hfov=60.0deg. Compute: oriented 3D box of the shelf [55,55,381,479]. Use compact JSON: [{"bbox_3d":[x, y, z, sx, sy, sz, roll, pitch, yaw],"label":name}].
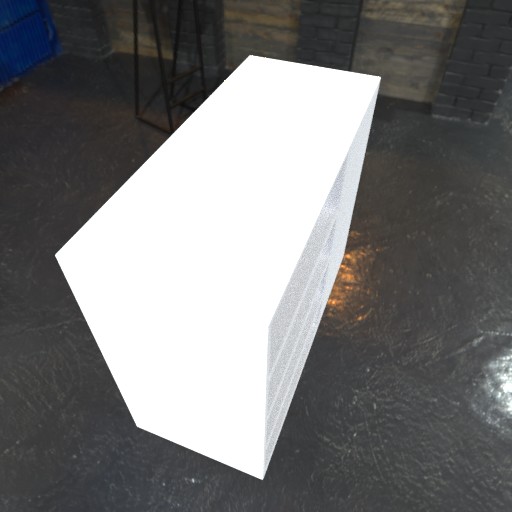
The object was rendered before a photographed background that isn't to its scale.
[{"bbox_3d":[0.000,0.000,1.269,0.396,0.732,0.895,16,49,15],"label":"shelf"}]
